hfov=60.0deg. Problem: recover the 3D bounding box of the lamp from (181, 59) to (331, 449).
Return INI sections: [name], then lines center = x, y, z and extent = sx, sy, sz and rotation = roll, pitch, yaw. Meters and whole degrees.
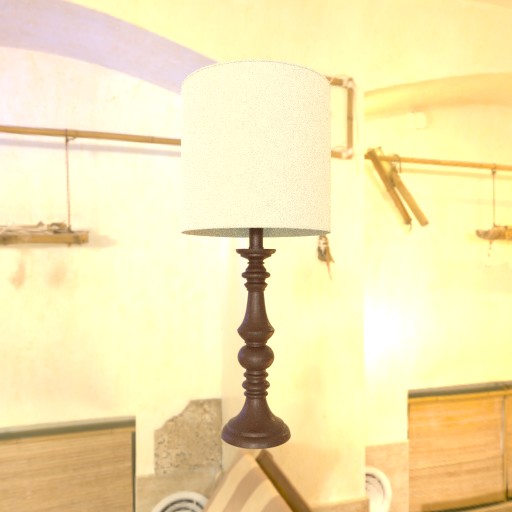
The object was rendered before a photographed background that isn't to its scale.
[lamp]
center = 0.000, 0.000, 0.746
extent = 0.250, 0.597, 0.250
rotation = 0, -1, -18
